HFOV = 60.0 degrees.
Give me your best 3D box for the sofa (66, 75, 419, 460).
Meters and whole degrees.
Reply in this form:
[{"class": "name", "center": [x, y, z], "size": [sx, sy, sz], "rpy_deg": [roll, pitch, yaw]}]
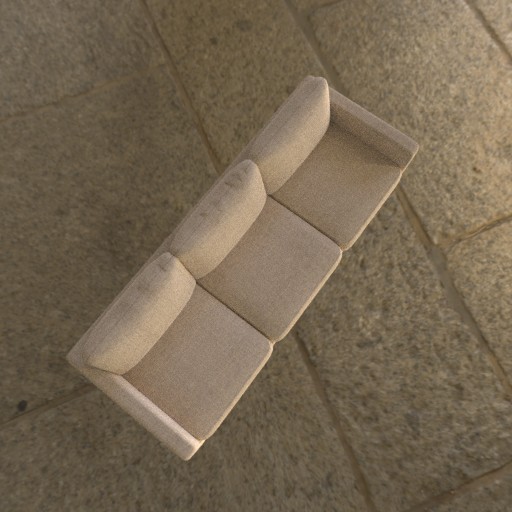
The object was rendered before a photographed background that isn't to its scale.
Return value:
[{"class": "sofa", "center": [0.000, 0.000, 2.705], "size": [0.859, 0.874, 2.218], "rpy_deg": [36, 77, 9]}]
